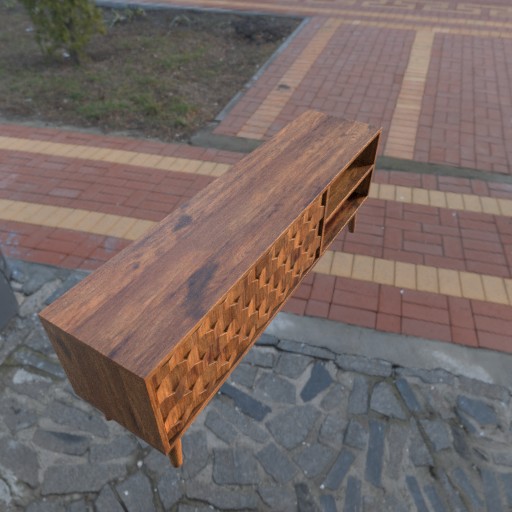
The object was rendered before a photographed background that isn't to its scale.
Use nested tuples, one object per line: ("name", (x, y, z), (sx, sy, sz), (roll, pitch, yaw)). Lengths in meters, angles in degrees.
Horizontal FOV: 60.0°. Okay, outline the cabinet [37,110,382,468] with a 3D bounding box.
("cabinet", (0.000, 0.000, 1.643), (0.349, 0.528, 1.448), (22, 46, 24))
